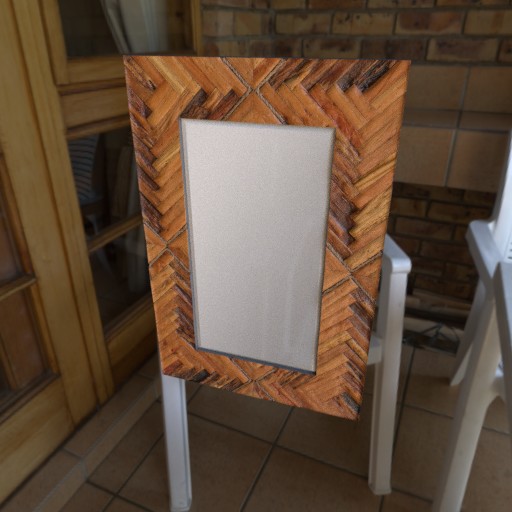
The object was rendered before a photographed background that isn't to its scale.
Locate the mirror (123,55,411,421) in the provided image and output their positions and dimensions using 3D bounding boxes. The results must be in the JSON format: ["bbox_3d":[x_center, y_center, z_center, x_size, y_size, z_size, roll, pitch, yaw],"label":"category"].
[{"bbox_3d":[0.000,0.000,1.114,0.606,0.912,0.044,8,28,16],"label":"mirror"}]
